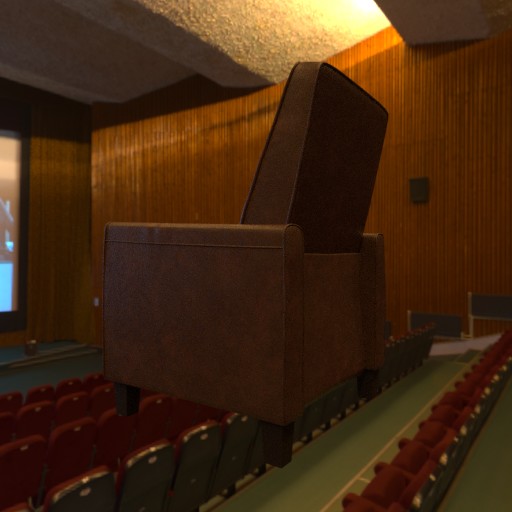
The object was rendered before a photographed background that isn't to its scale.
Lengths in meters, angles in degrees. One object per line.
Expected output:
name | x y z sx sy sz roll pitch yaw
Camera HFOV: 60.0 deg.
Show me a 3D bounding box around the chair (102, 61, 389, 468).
chair | 0.000 0.000 1.498 0.746 1.013 0.705 0 0 35
